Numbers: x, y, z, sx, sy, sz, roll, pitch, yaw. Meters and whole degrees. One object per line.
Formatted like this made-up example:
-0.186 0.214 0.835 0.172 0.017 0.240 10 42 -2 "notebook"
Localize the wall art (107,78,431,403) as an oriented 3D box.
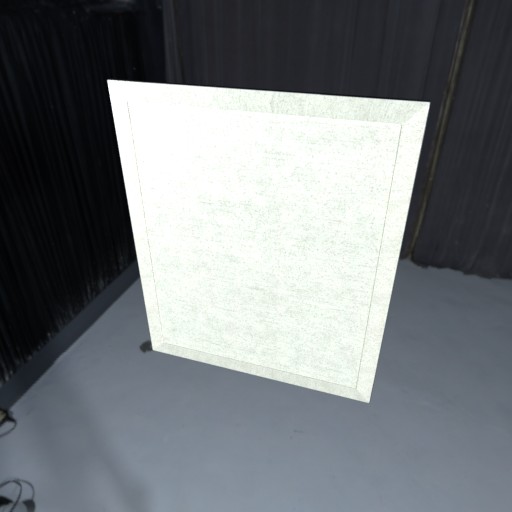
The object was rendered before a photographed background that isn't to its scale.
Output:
0.000 0.000 0.630 0.381 0.457 0.023 10 33 15 "wall art"
